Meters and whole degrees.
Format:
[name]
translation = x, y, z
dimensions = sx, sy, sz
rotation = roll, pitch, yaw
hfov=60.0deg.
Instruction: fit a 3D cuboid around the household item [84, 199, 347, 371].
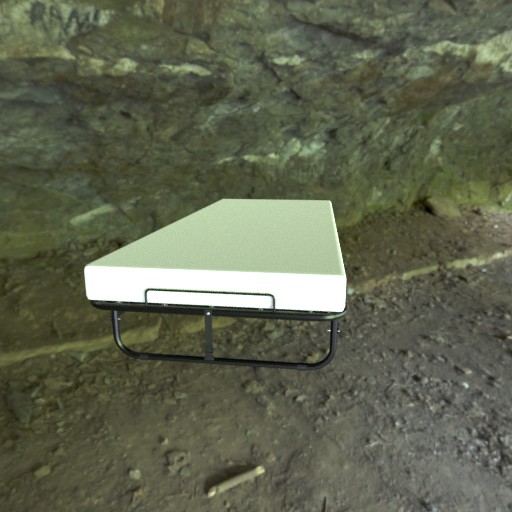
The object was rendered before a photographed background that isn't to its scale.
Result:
[household item]
translation = 0.000, 0.000, 2.154
dimensions = 0.787, 0.356, 1.905
rotation = 2, 13, 8
